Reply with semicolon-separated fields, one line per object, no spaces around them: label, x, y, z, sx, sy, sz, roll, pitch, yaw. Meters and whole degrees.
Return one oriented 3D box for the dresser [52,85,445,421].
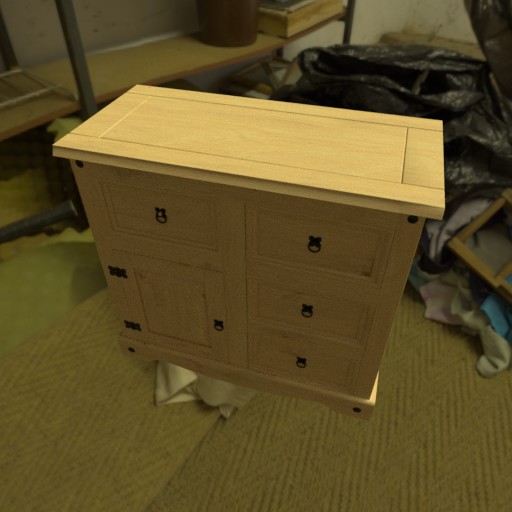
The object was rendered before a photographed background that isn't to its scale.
dresser;0.000;0.000;1.409;0.915;0.835;0.440;11;42;13
